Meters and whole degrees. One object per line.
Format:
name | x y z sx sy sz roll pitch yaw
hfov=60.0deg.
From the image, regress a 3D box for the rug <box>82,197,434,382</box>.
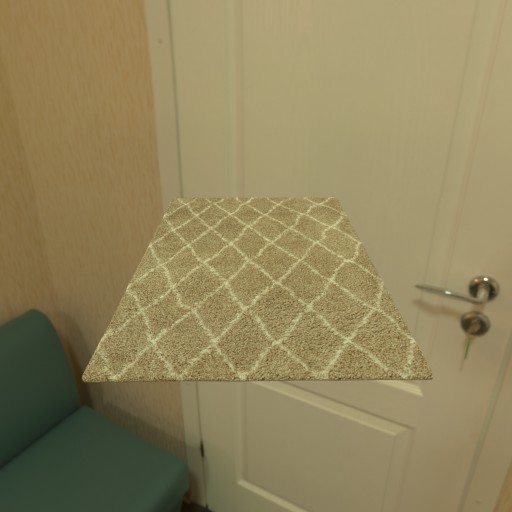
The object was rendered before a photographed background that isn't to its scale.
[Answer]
rug | 0.000 0.000 3.002 1.524 0.030 2.438 0 26 0
